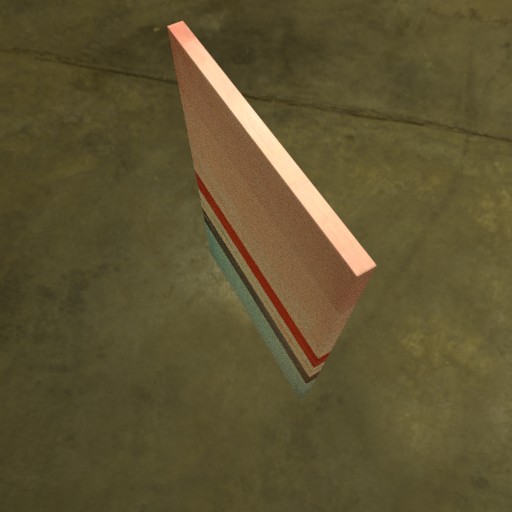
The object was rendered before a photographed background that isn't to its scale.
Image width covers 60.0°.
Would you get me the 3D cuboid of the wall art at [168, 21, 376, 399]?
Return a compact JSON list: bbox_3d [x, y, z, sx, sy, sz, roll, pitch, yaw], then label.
[{"bbox_3d":[0.000,0.000,1.131,0.038,0.914,0.610,-27,65,-14],"label":"wall art"}]
